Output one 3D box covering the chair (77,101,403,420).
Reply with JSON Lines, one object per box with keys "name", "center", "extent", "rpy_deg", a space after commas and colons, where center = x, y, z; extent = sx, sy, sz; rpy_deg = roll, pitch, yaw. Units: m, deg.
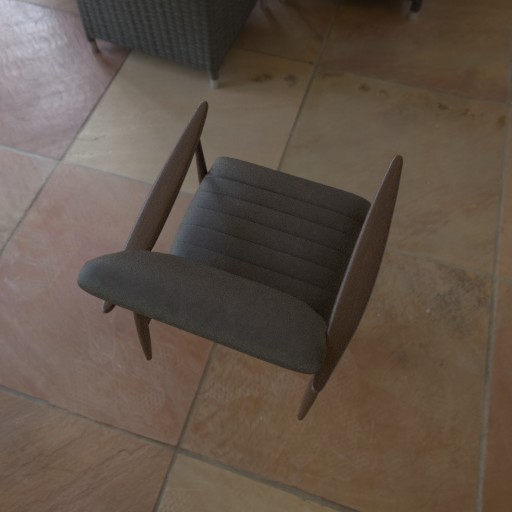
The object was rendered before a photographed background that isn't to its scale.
{"name": "chair", "center": [0.000, 0.000, 1.433], "extent": [0.741, 0.831, 0.798], "rpy_deg": [18, 64, 9]}
